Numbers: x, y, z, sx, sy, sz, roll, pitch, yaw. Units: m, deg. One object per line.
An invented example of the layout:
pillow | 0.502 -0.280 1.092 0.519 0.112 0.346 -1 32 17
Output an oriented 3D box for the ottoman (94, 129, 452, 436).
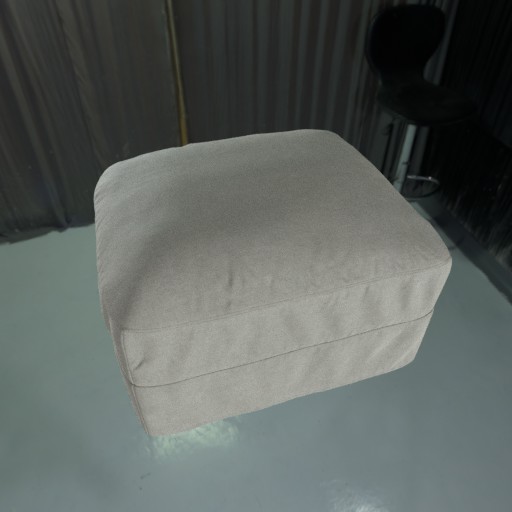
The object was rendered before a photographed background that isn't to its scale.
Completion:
ottoman | 0.000 0.000 1.079 0.712 0.480 0.584 -12 43 -13
